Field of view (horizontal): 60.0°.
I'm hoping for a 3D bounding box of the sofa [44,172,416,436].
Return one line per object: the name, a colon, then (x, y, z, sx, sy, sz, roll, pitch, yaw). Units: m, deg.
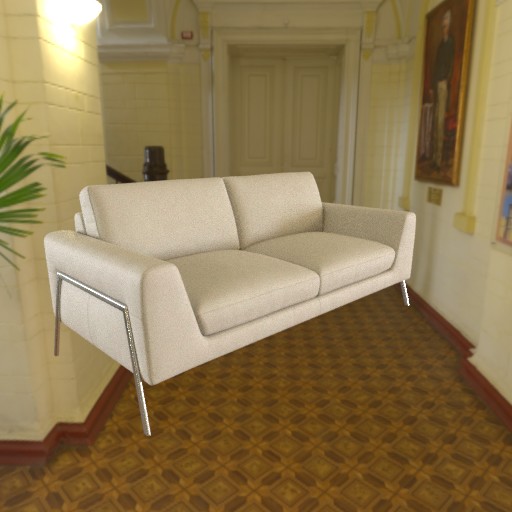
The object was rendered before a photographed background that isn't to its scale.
sofa: (0.000, 0.000, 2.550, 2.017, 0.875, 0.953, -13, 19, -42)
